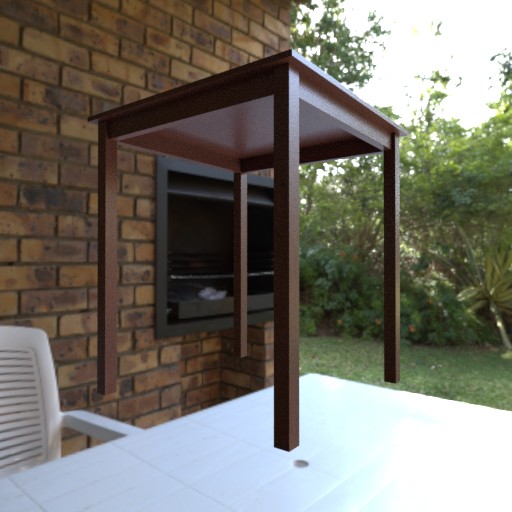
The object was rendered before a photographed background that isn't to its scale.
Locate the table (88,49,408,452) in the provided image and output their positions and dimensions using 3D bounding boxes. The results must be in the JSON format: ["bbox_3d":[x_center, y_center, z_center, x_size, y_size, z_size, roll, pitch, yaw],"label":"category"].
[{"bbox_3d":[0.000,0.000,1.668,0.861,0.991,0.861,0,-1,37],"label":"table"}]
